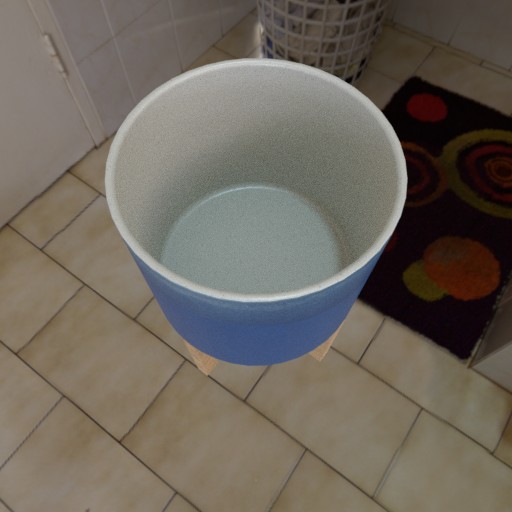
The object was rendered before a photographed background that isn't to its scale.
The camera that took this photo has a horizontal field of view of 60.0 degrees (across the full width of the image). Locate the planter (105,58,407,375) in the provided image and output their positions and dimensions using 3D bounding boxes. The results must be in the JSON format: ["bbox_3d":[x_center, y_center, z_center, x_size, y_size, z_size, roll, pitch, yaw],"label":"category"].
[{"bbox_3d":[0.000,0.000,0.549,0.261,0.367,0.261,0,63,0],"label":"planter"}]
